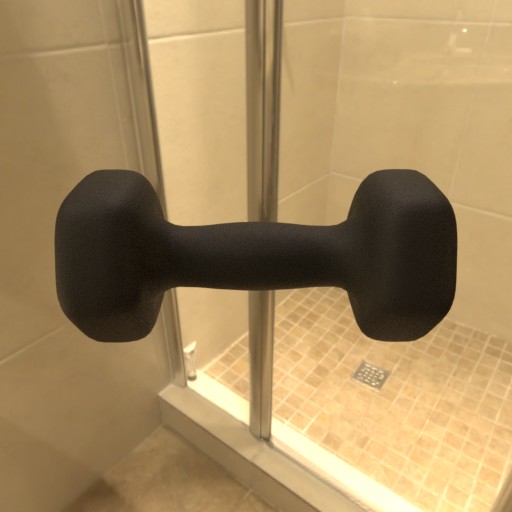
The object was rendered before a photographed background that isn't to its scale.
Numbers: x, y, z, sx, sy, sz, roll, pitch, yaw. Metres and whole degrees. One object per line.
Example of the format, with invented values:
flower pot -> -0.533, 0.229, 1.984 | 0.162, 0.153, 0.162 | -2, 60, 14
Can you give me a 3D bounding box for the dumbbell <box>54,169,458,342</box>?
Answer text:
dumbbell -> 0.000, 0.000, 0.283 | 0.231, 0.101, 0.112 | 0, 31, 0
